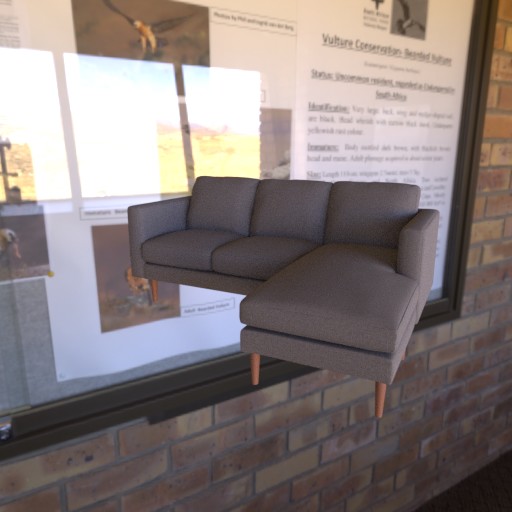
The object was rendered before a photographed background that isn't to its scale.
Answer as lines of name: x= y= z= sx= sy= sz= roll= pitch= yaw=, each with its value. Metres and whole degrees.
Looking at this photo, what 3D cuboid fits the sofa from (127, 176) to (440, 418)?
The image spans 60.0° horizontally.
sofa: x=0.000 y=0.000 z=2.842 sx=2.031 sy=0.897 sz=1.591 roll=7 pitch=16 yaw=26
